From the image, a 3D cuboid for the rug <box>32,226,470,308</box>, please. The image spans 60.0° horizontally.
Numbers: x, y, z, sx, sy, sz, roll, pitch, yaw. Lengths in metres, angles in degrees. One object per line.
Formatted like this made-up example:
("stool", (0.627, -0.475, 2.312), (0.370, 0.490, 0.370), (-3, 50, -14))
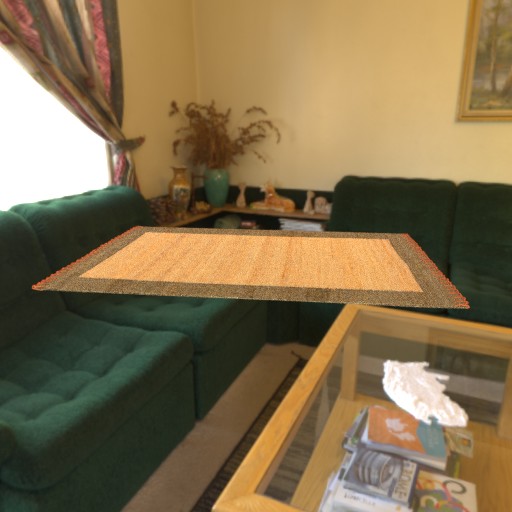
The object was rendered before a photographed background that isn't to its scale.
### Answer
("rug", (0.000, 0.000, 2.391), (1.838, 0.019, 1.220), (2, 17, 7))
